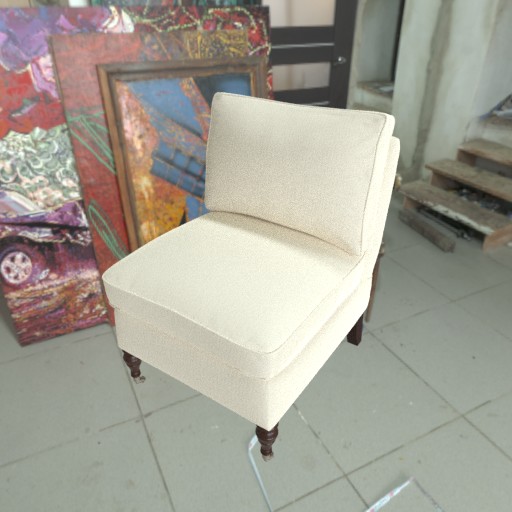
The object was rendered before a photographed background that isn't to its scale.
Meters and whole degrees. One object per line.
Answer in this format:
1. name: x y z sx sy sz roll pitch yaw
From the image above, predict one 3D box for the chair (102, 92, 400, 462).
1. chair: 0.000 0.000 1.421 0.630 0.887 0.781 19 35 29
